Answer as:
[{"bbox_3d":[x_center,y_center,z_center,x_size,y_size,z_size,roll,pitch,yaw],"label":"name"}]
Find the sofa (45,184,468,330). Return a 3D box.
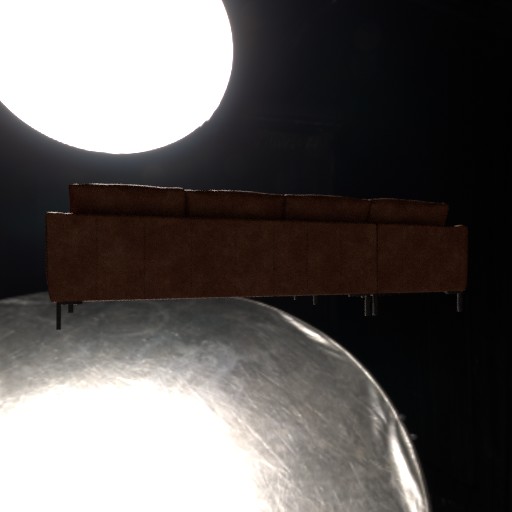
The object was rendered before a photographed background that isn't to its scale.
[{"bbox_3d":[0.000,0.000,3.624,2.993,0.859,1.471,0,-1,-19],"label":"sofa"}]
